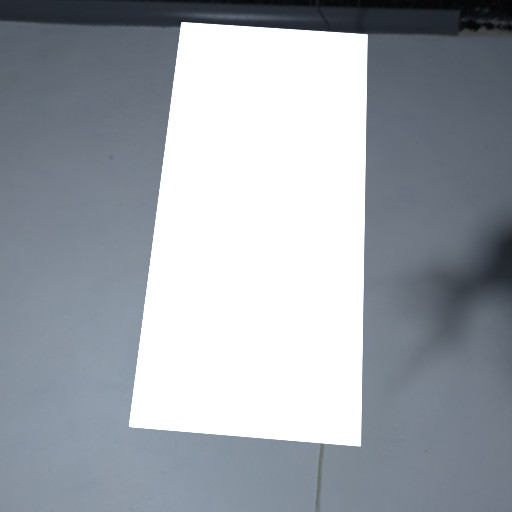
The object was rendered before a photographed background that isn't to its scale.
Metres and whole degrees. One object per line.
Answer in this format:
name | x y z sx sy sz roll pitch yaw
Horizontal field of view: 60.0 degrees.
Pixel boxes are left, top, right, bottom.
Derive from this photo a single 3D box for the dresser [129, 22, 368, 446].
dresser | 0.000 0.000 1.213 0.420 0.740 0.830 4 75 1
